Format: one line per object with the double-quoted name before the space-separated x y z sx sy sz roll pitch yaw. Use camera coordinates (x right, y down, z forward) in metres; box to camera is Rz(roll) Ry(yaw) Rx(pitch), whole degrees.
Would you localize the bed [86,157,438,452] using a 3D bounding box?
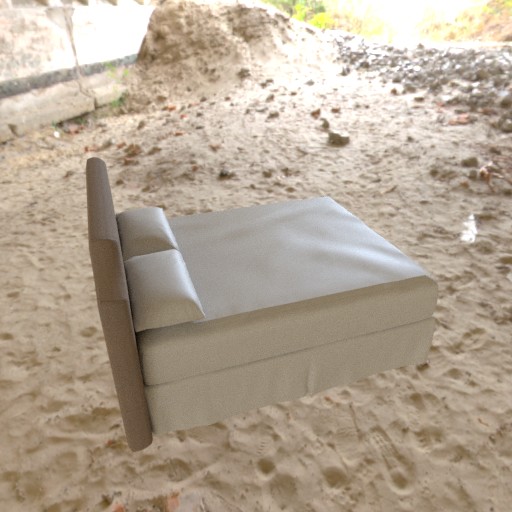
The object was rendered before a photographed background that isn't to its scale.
"bed" 0.000 0.000 3.284 2.164 1.303 1.828 -10 31 -16
